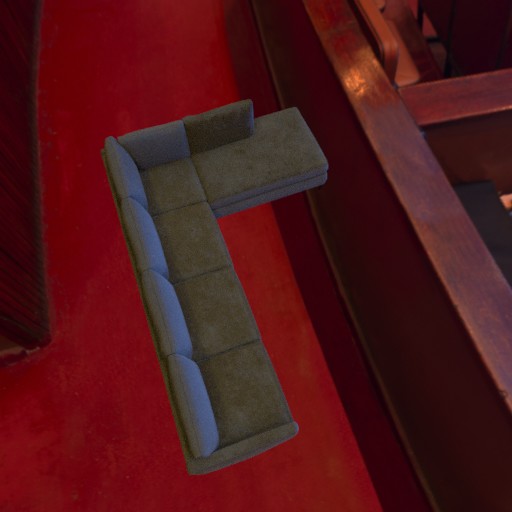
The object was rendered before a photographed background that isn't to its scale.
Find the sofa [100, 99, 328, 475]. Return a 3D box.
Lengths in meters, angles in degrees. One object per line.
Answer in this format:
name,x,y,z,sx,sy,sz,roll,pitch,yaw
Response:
sofa,0.000,0.000,3.233,1.707,0.687,2.486,-19,65,-9
